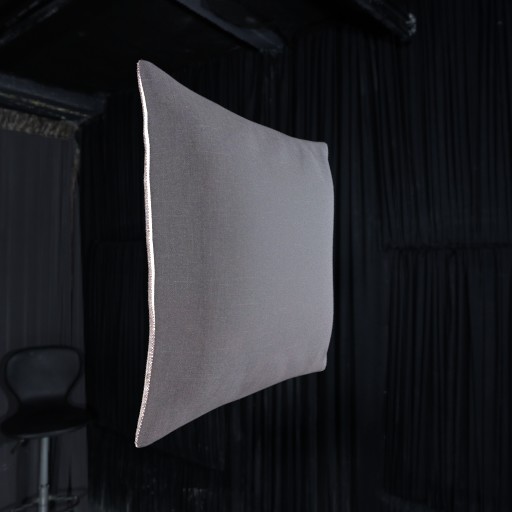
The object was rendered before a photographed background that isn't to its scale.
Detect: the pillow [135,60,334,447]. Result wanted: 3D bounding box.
[{"bbox_3d":[0.000,0.000,0.784,0.166,0.506,0.523,0,-1,36],"label":"pillow"}]
